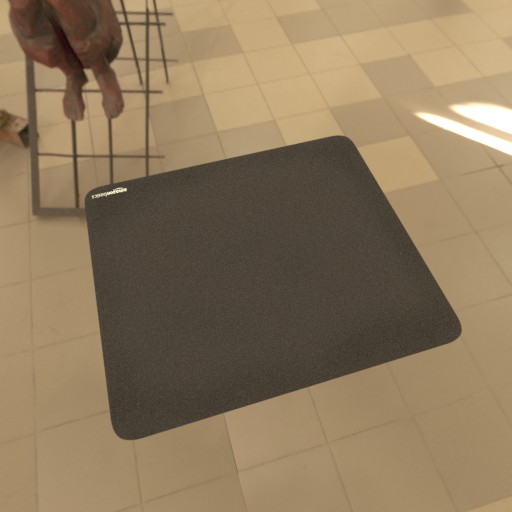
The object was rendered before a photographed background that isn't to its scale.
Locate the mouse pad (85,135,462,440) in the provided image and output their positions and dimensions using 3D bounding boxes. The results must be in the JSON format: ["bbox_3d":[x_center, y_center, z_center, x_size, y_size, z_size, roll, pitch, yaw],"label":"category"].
[{"bbox_3d":[0.000,0.000,0.633,0.451,0.002,0.393,-14,59,-9],"label":"mouse pad"}]
